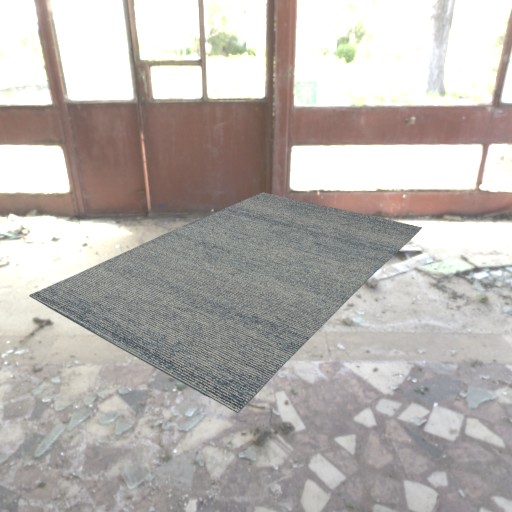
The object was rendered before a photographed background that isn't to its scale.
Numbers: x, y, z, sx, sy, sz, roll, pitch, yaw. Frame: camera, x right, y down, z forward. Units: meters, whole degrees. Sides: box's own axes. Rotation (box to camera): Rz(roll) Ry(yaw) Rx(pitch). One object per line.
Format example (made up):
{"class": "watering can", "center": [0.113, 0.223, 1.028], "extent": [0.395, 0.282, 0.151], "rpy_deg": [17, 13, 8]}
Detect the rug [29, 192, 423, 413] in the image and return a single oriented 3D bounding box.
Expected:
{"class": "rug", "center": [0.000, 0.000, 2.254], "extent": [1.145, 0.021, 1.777], "rpy_deg": [18, 31, 32]}
